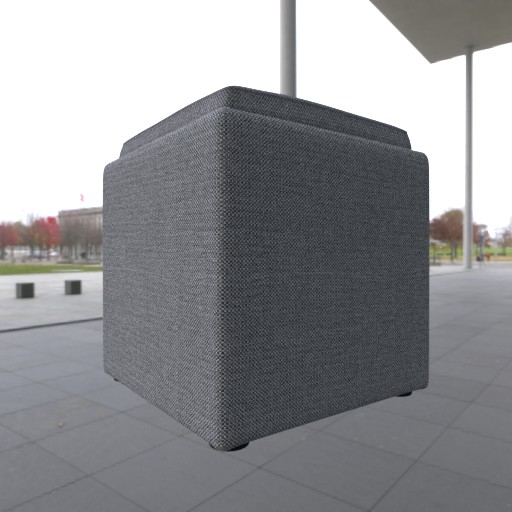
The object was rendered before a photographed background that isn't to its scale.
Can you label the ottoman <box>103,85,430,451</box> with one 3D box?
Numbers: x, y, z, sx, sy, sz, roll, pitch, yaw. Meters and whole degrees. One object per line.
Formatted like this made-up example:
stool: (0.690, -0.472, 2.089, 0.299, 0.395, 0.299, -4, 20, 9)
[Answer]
ottoman: (0.000, 0.000, 0.832, 0.436, 0.487, 0.454, 0, 1, -36)
